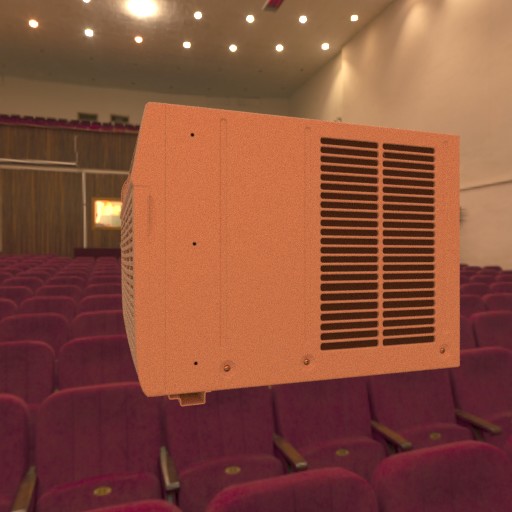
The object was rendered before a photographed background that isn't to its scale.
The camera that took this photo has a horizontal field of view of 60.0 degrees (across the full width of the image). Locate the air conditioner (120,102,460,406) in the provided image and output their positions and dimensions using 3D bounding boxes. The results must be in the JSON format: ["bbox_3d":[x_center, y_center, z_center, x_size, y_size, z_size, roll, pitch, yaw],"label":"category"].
[{"bbox_3d":[0.000,0.000,1.042,0.599,0.455,0.645,0,0,-18],"label":"air conditioner"}]
